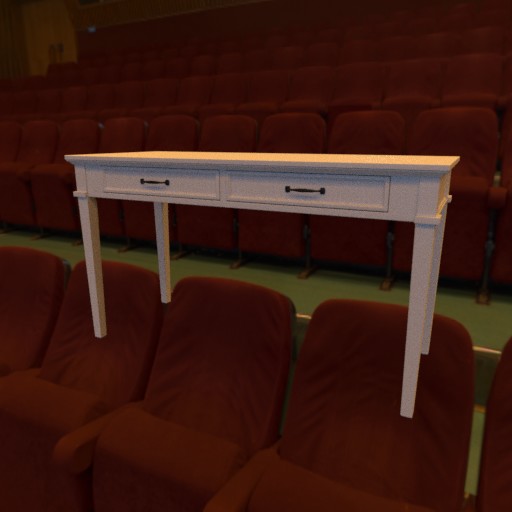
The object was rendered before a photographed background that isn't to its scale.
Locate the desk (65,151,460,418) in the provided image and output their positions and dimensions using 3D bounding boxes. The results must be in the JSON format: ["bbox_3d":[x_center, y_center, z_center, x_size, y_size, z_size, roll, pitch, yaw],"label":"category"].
[{"bbox_3d":[0.000,0.000,1.757,1.372,0.774,0.559,7,17,25],"label":"desk"}]
